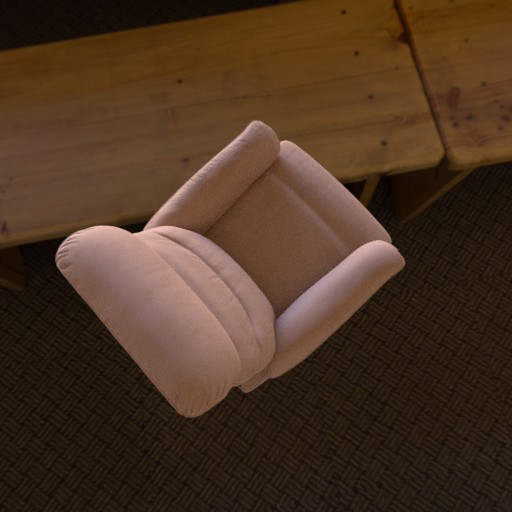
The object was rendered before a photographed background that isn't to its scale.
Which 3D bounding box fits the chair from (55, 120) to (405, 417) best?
[{"bbox_3d":[0.000,0.000,1.697,1.004,1.037,0.820,-42,79,-10],"label":"chair"}]
